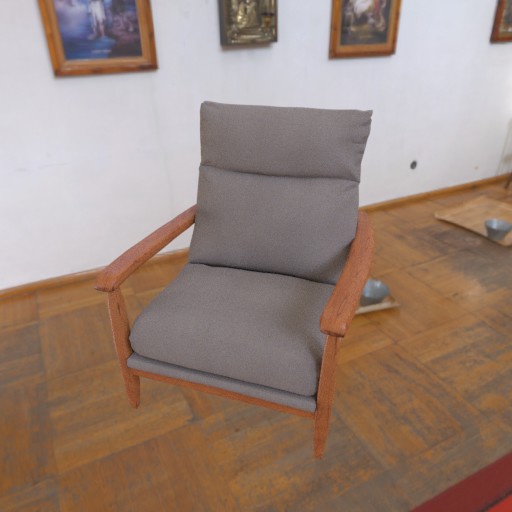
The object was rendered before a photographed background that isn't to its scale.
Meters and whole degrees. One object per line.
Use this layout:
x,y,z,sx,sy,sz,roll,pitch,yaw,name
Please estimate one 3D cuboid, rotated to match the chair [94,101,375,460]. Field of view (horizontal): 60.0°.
0.000,0.000,1.540,0.782,0.922,0.816,9,29,16,chair
